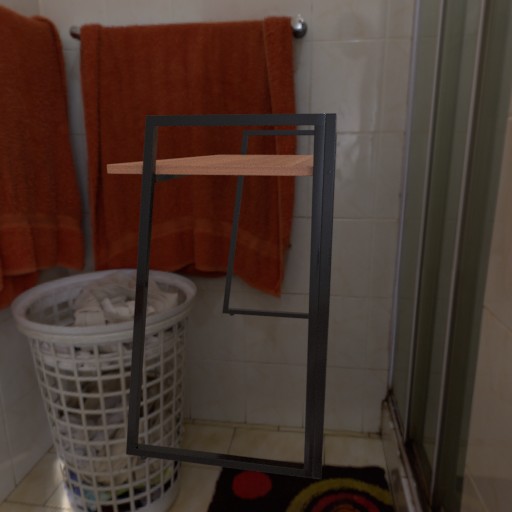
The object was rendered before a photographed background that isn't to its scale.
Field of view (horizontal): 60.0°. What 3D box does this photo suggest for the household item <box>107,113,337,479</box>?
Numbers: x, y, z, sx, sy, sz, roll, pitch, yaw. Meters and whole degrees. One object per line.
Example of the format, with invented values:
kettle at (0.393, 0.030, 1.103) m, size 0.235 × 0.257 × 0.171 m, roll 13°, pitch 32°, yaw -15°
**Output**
household item at (0.000, 0.000, 1.519) m, size 0.510 × 0.860 × 1.050 m, roll 2°, pitch 14°, yaw 10°
